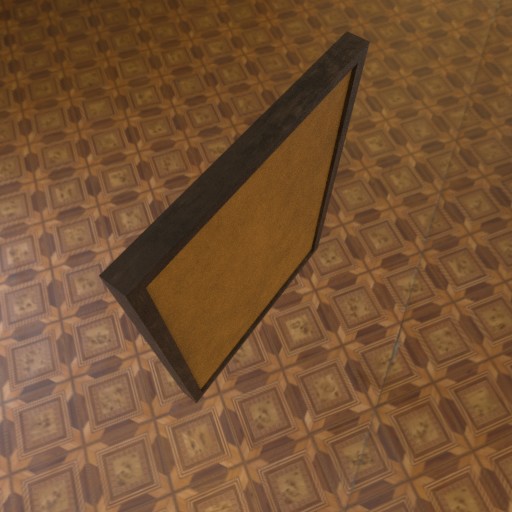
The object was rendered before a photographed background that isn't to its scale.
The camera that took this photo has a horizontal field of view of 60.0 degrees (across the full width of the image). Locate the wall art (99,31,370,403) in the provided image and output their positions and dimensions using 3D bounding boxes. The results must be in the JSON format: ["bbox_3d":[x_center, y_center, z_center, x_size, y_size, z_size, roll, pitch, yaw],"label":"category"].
[{"bbox_3d":[0.000,0.000,0.544,0.027,0.406,0.329,33,67,16],"label":"wall art"}]
